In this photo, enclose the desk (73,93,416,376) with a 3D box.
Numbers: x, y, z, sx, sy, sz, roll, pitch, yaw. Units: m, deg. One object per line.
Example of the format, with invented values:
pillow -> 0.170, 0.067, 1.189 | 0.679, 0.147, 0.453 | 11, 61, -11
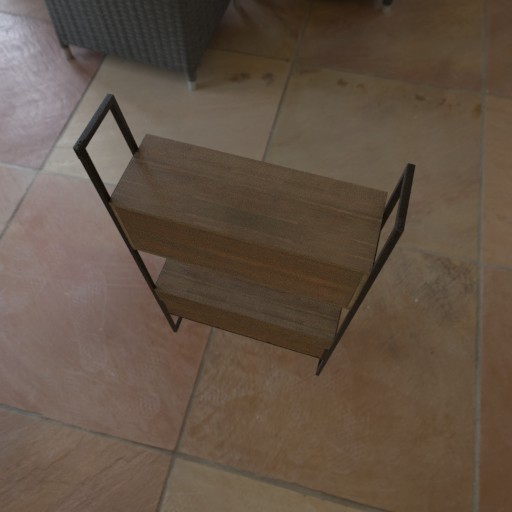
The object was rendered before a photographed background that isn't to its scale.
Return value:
desk -> 0.000, 0.000, 2.159 | 0.982, 1.809, 0.515 | 15, 64, 8
